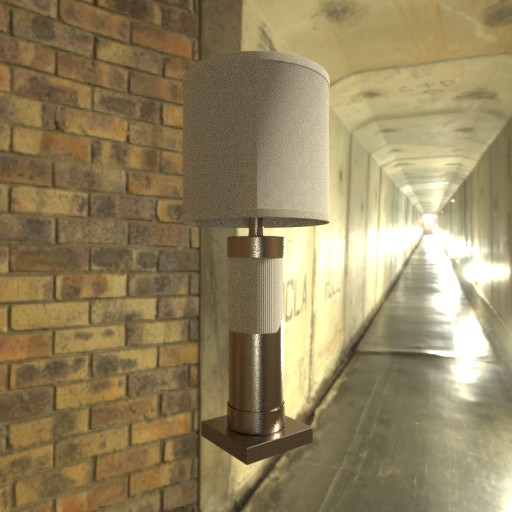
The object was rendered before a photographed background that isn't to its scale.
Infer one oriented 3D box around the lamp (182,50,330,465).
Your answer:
[{"bbox_3d":[0.000,0.000,0.616,0.202,0.509,0.202,0,0,-37],"label":"lamp"}]
